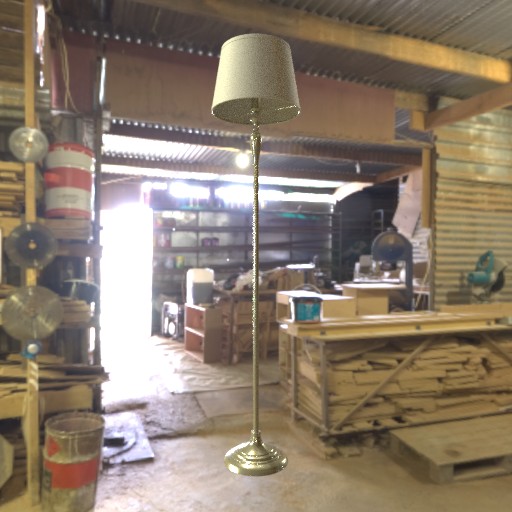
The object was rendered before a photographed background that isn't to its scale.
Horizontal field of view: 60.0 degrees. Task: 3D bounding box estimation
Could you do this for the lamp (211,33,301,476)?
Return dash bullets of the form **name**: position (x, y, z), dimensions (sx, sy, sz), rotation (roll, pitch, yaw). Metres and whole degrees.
- **lamp**: position (0.000, 0.000, 1.629), dimensions (0.327, 1.506, 0.327), rotation (0, 0, -20)
